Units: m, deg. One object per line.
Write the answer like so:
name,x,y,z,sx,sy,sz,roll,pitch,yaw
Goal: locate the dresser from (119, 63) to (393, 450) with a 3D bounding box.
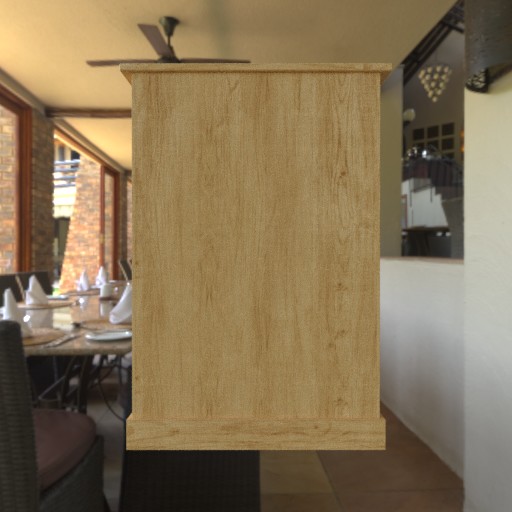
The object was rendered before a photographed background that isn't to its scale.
dresser,0.000,0.000,1.728,0.915,1.300,0.485,0,0,0
